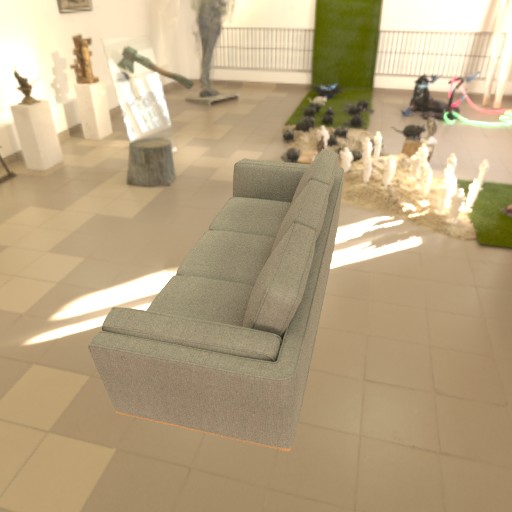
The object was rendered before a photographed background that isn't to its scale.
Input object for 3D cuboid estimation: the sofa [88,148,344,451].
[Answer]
[{"bbox_3d":[0.000,0.000,2.825,0.903,0.899,2.362,8,32,12],"label":"sofa"}]
